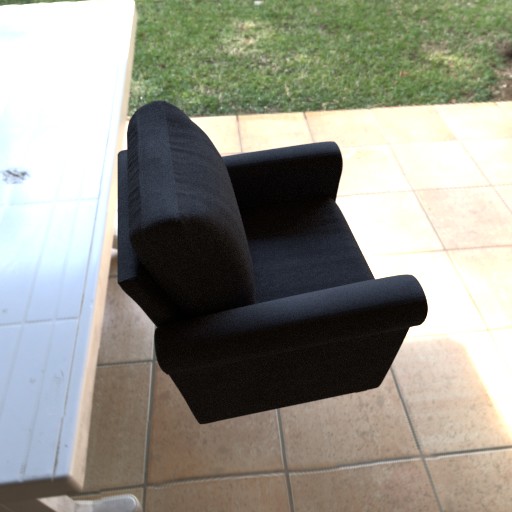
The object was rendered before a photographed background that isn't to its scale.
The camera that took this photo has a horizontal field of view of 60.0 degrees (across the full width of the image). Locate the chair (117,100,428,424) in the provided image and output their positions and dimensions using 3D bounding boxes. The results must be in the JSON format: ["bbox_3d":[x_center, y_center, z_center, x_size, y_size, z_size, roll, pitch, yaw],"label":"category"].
[{"bbox_3d":[0.000,0.000,1.569,0.828,0.942,0.867,-9,48,-8],"label":"chair"}]
